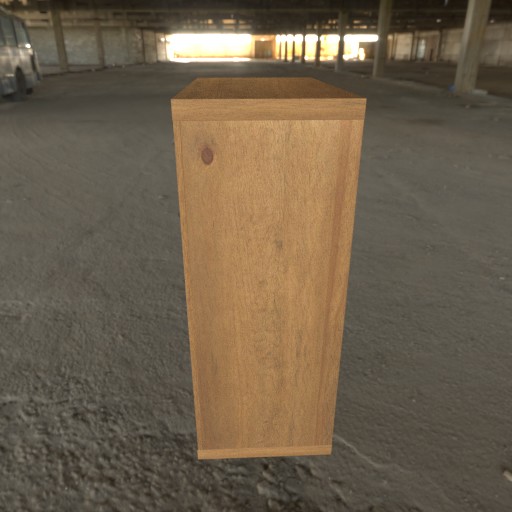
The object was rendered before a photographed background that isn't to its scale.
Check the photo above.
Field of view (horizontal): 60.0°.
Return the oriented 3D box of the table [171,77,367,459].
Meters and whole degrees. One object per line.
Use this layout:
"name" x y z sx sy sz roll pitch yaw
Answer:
"table" 0.000 0.000 1.798 0.524 1.294 0.901 -1 25 -2
